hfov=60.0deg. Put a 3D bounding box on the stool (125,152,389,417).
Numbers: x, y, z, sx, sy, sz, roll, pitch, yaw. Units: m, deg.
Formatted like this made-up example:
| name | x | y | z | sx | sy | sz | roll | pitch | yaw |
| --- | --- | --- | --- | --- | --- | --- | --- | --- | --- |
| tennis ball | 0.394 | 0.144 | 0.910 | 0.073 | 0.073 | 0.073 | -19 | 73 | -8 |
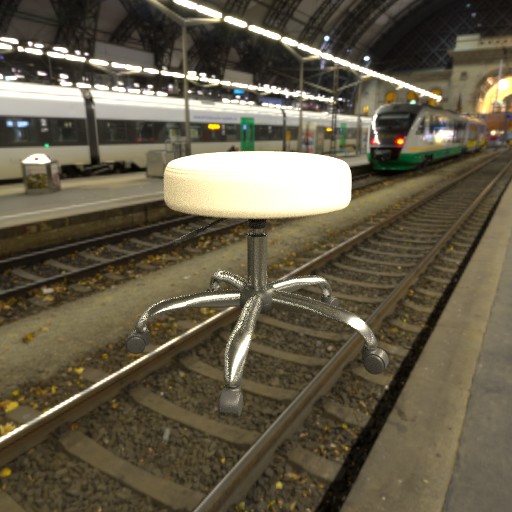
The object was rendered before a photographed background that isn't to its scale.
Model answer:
| name | x | y | z | sx | sy | sz | roll | pitch | yaw |
| --- | --- | --- | --- | --- | --- | --- | --- | --- | --- |
| stool | 0.000 | 0.000 | 1.060 | 0.634 | 0.482 | 0.614 | 3 | 15 | 10 |
